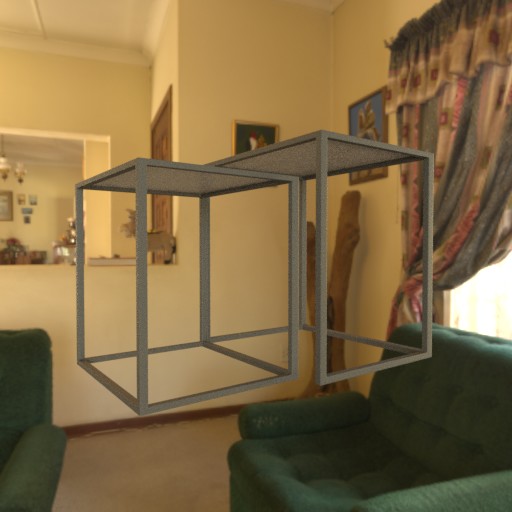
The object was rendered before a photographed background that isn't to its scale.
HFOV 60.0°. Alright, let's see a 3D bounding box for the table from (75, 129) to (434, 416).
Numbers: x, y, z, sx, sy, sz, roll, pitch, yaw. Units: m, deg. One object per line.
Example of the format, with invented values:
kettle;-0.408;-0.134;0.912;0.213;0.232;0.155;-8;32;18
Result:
table;0.000;0.000;1.147;0.788;0.540;0.508;-1;2;-36
